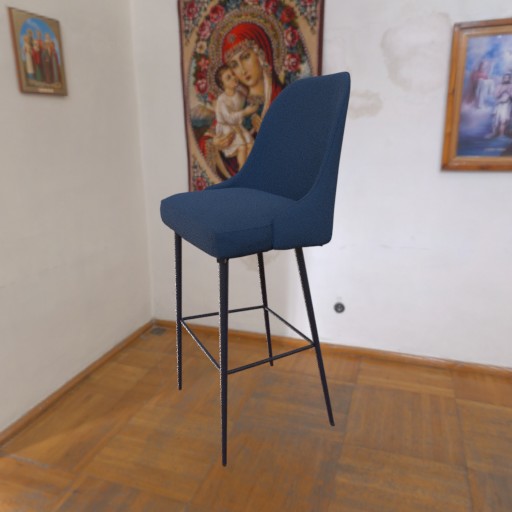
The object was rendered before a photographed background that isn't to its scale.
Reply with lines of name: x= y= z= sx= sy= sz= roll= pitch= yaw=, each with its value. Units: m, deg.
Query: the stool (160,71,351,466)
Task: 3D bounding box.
stool: x=0.000 y=0.000 z=1.391 sx=0.489 sy=1.079 sz=0.527 roll=-8 pitch=18 yaw=-25
